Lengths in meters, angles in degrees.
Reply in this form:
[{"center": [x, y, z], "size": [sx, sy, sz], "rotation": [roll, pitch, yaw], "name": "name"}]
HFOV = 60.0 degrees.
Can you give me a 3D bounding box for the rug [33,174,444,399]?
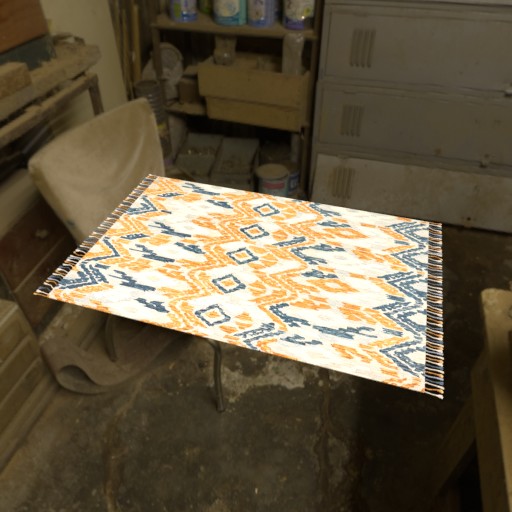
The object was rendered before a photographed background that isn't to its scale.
[{"center": [0.000, 0.000, 3.023], "size": [2.428, 0.010, 1.533], "rotation": [11, 42, 13], "name": "rug"}]
